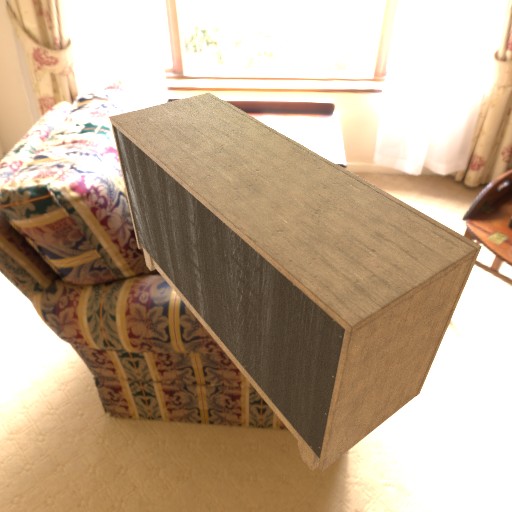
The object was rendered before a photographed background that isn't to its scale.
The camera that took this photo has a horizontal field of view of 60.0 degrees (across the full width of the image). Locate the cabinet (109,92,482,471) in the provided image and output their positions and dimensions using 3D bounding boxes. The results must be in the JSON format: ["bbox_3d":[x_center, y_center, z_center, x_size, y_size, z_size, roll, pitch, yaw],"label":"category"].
[{"bbox_3d":[0.000,0.000,1.838,0.511,0.825,1.460,-25,46,-27],"label":"cabinet"}]
